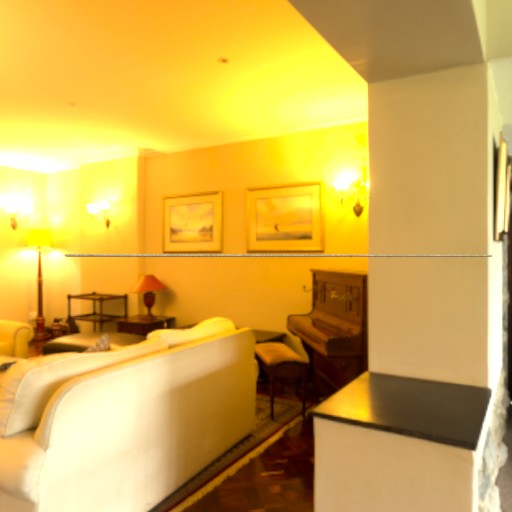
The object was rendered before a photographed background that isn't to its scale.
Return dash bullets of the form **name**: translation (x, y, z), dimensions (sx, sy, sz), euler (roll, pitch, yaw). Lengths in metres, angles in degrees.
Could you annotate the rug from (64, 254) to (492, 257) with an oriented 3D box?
- **rug**: translation (0.000, 0.000, 4.104), dimensions (3.050, 0.016, 2.441), euler (0, 0, -18)
